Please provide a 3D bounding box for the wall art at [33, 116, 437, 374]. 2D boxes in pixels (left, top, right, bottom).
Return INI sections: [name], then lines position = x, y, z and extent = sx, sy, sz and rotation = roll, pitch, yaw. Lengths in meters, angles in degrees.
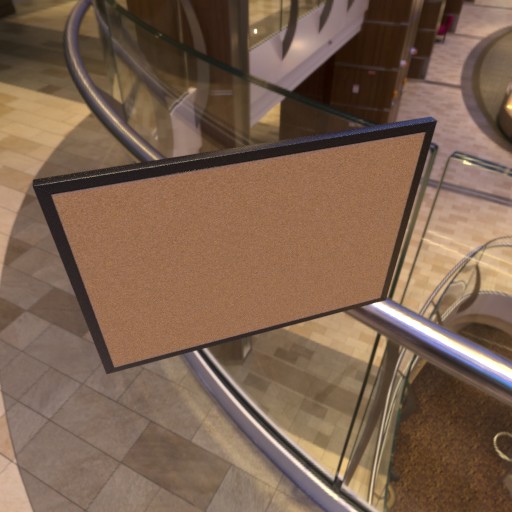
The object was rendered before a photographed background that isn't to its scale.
[wall art]
position = 0.000, 0.000, 0.568
extent = 0.440, 0.306, 0.013
rotation = -12, 43, -14
